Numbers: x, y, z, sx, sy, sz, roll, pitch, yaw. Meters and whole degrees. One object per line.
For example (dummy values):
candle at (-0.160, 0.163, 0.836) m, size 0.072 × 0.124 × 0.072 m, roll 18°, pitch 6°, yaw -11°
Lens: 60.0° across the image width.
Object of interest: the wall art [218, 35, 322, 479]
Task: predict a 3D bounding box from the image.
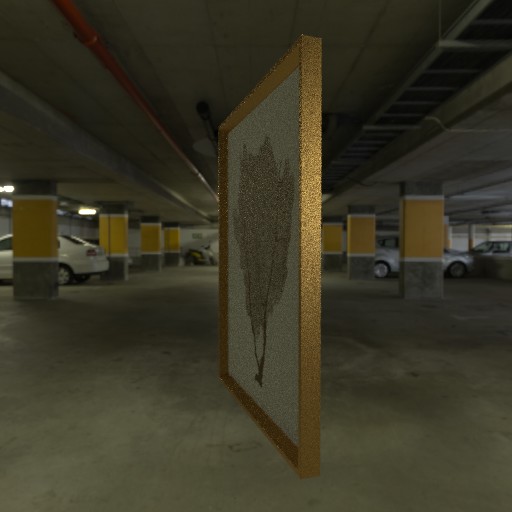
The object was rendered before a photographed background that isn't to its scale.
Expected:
wall art at (0.000, 0.000, 1.055) m, size 0.038 × 0.762 × 0.610 m, roll 0°, pitch 1°, yaw -18°
